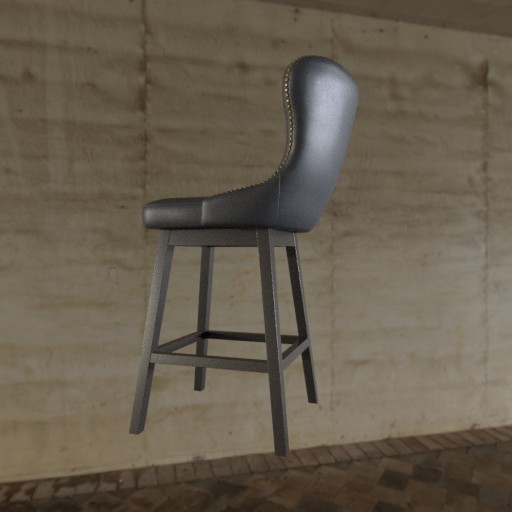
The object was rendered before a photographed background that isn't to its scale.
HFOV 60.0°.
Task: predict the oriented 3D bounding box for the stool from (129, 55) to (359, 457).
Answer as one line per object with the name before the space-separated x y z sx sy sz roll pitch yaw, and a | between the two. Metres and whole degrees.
stool | 0.000 0.000 1.319 0.593 0.971 0.528 0 0 18
